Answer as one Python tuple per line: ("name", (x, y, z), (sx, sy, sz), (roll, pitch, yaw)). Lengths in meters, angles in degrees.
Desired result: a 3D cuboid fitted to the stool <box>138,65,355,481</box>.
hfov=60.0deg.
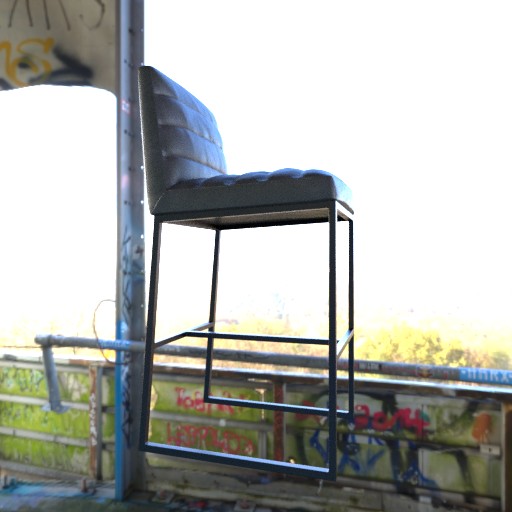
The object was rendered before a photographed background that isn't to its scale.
("stool", (0.000, 0.000, 1.337), (0.562, 1.065, 0.463), (0, 0, 18))
